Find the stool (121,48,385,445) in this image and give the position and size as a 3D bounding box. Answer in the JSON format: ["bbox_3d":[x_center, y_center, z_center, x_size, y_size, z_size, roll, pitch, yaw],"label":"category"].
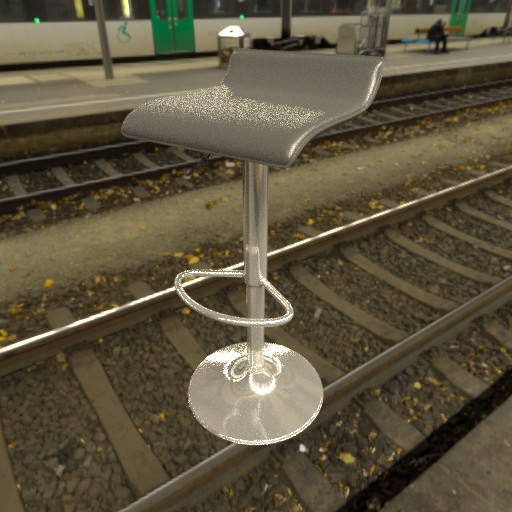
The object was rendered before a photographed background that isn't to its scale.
[{"bbox_3d":[0.000,0.000,1.044,0.381,0.851,0.381,18,34,28],"label":"stool"}]
